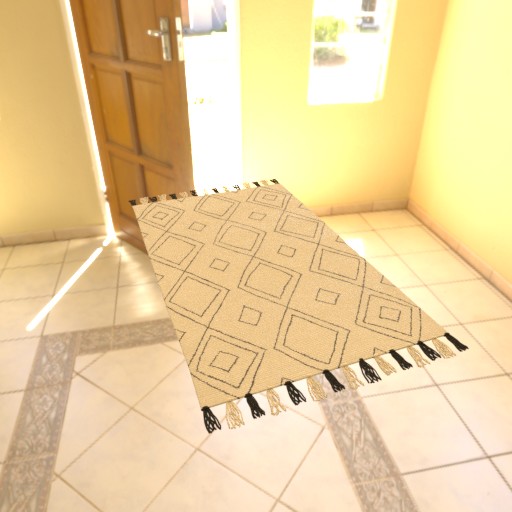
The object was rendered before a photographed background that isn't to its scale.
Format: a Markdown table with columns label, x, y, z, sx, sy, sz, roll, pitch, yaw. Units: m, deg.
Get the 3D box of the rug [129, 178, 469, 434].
| label | x | y | z | sx | sy | sz | roll | pitch | yaw |
| --- | --- | --- | --- | --- | --- | --- | --- | --- | --- |
| rug | 0.000 | 0.000 | 3.333 | 1.524 | 0.021 | 2.755 | -12 | 34 | -18 |
